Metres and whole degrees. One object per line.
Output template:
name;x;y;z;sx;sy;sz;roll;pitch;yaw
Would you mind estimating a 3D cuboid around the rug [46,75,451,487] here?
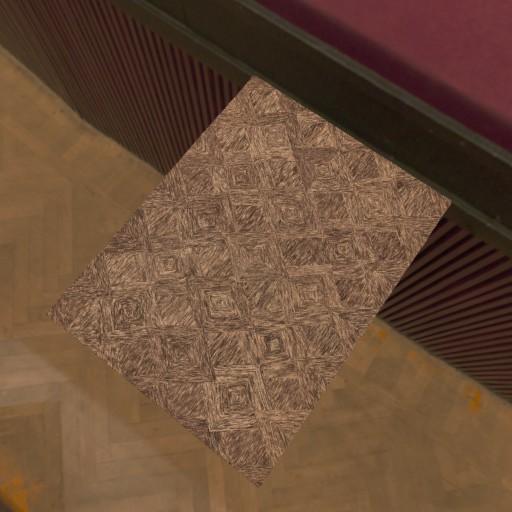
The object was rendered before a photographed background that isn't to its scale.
rug;0.000;0.000;4.218;2.448;0.017;3.204;36;78;9
